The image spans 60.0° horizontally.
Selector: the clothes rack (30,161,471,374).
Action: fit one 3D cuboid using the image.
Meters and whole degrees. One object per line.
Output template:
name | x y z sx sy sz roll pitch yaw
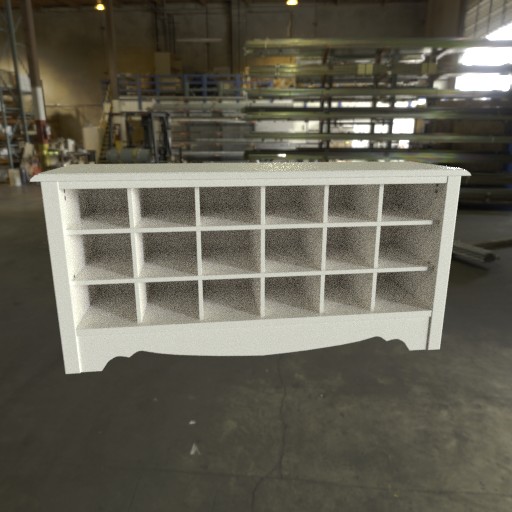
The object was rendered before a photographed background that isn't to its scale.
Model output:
clothes rack | 0.000 0.000 1.340 1.120 0.531 0.324 -2 16 -7
